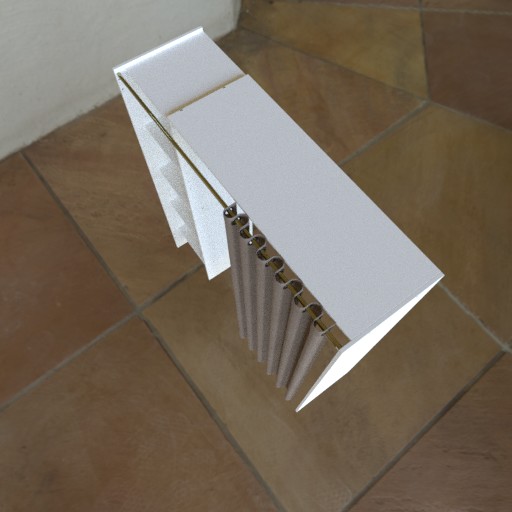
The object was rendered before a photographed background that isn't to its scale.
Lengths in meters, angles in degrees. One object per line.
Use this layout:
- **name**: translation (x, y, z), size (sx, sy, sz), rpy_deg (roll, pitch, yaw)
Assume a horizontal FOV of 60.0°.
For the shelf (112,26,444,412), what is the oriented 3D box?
- **shelf**: translation (0.000, 0.000, 2.611), size (0.500, 1.820, 1.600), rpy_deg (-33, 69, -14)
